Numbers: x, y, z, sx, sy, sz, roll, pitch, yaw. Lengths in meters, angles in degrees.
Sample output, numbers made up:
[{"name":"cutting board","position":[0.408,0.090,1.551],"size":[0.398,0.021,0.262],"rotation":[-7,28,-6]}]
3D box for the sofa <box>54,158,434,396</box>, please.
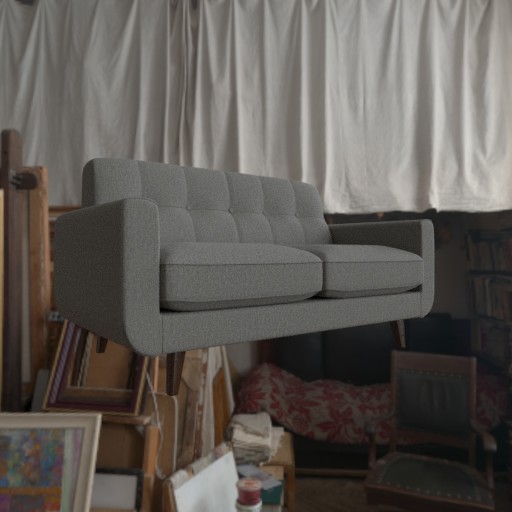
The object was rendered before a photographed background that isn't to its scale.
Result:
[{"name":"sofa","position":[0.000,0.000,2.170],"size":[1.651,0.925,0.952],"rotation":[0,0,-36]}]
